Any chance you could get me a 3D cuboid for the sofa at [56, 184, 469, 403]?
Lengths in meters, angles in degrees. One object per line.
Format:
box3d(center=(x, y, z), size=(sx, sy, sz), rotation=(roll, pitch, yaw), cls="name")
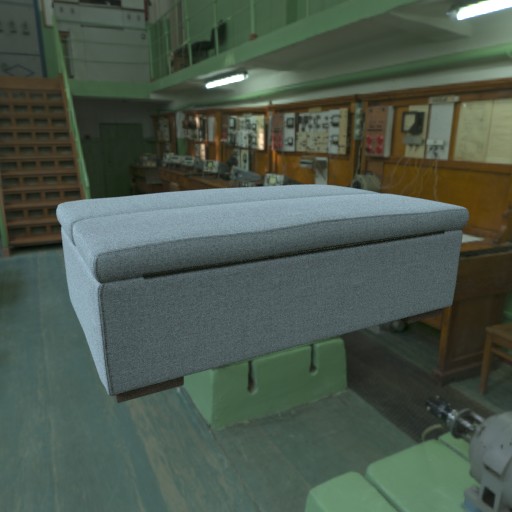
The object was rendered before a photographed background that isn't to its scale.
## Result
box3d(center=(0.000, 0.000, 1.623), size=(1.250, 0.434, 0.817), rotation=(-8, 18, -27), cls="sofa")
